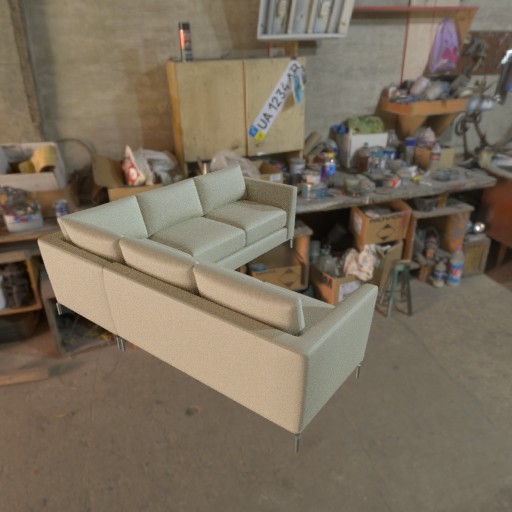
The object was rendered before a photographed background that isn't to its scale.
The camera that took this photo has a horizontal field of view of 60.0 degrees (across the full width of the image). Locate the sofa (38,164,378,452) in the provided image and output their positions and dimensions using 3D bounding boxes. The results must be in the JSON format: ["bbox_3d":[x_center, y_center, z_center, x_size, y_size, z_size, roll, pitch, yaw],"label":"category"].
[{"bbox_3d":[0.000,0.000,3.739,2.430,0.867,2.448,18,30,33],"label":"sofa"}]
